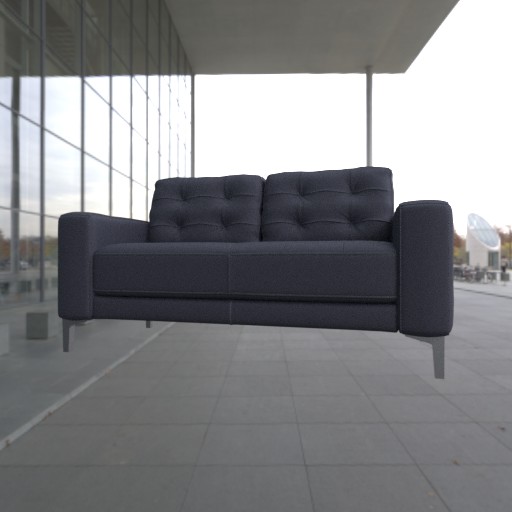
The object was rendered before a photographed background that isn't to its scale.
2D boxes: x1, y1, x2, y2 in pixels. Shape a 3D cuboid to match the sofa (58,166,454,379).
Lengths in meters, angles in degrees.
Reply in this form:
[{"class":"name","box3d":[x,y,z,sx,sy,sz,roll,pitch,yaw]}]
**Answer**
[{"class":"sofa","box3d":[0.000,0.000,2.202,1.726,0.893,0.833,0,0,16]}]
